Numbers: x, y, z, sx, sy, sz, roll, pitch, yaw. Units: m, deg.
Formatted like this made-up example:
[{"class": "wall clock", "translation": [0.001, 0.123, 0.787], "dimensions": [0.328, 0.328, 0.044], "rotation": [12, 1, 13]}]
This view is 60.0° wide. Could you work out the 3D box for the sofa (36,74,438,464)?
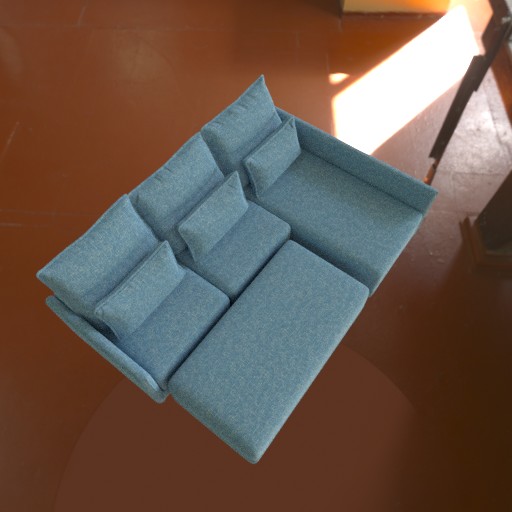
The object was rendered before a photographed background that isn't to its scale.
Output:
[{"class": "sofa", "translation": [0.000, 0.000, 2.785], "dimensions": [1.420, 0.899, 2.034], "rotation": [33, 65, 18]}]
